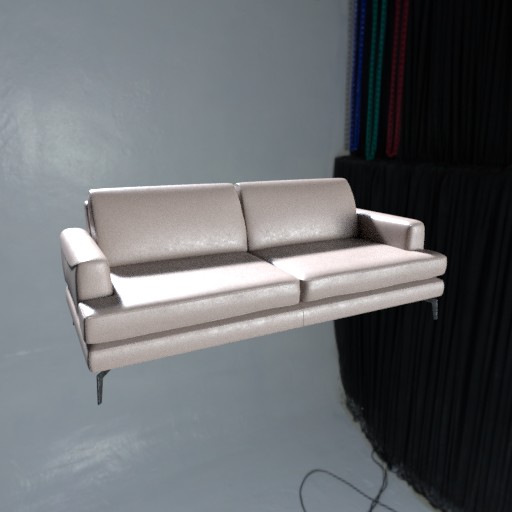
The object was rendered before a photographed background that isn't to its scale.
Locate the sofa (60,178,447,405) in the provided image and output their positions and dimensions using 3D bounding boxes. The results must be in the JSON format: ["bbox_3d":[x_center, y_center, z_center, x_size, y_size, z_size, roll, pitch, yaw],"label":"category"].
[{"bbox_3d":[0.000,0.000,2.454,1.940,0.765,0.974,-7,16,-27],"label":"sofa"}]
